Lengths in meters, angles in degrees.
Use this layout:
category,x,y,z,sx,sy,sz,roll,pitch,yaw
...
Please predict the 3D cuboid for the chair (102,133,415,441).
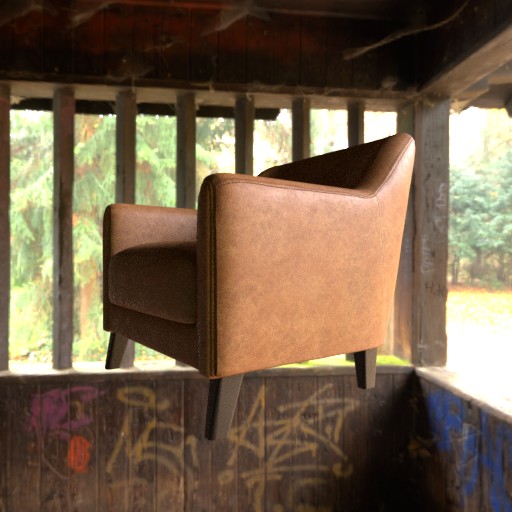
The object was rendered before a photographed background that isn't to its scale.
category,x,y,z,sx,sy,sz,roll,pitch,yaw
chair,0.000,0.000,1.827,1.034,0.980,1.037,0,0,-35
